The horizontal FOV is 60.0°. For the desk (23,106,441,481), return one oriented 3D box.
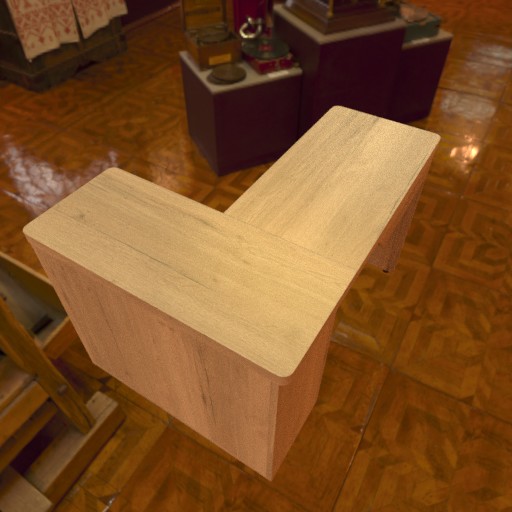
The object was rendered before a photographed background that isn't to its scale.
[{"bbox_3d":[0.000,0.000,1.744,0.900,0.760,1.169,25,51,21],"label":"desk"}]
